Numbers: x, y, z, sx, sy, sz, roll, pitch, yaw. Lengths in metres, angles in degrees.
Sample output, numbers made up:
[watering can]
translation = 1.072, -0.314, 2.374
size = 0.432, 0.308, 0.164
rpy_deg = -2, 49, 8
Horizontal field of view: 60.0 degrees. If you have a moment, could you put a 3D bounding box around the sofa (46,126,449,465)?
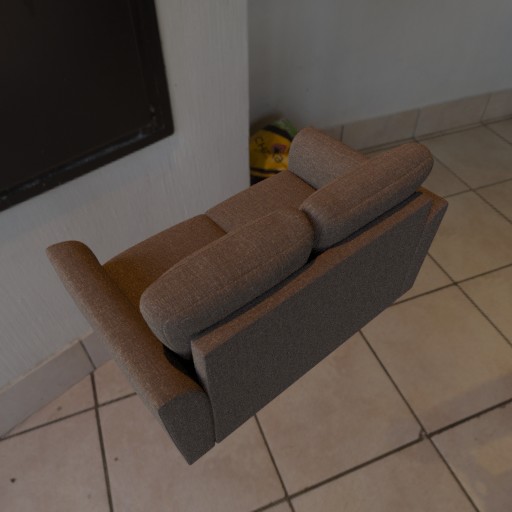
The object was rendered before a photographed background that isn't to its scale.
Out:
[sofa]
translation = 0.000, 0.000, 1.903
size = 1.423, 0.885, 0.851
rpy_deg = -31, 54, -26
